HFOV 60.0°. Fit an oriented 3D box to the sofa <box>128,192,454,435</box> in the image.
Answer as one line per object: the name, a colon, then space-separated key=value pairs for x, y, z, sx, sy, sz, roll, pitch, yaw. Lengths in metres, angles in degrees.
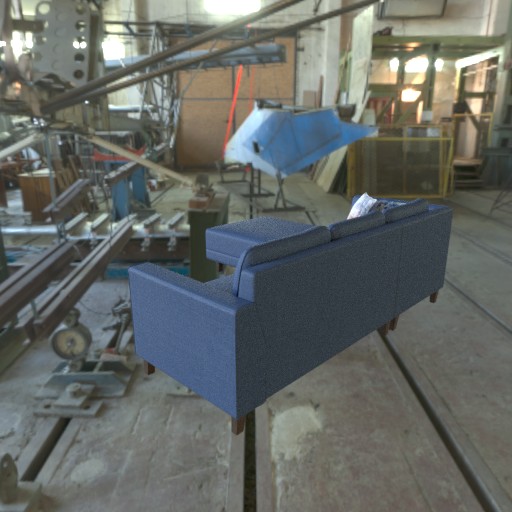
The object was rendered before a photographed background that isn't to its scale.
sofa: x=0.000 y=0.000 z=3.070 sx=1.829 sy=0.787 sz=2.120 roll=16 pitch=23 yaw=42
